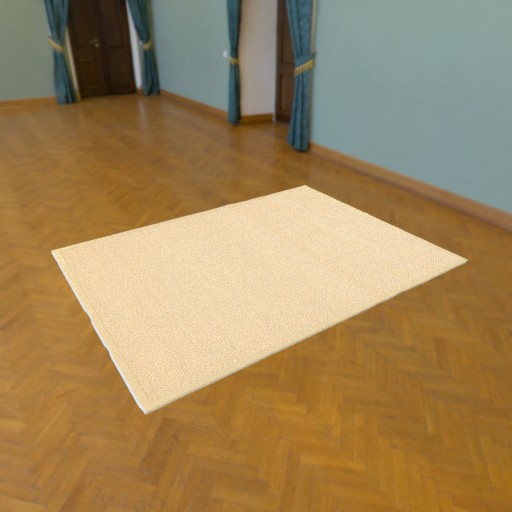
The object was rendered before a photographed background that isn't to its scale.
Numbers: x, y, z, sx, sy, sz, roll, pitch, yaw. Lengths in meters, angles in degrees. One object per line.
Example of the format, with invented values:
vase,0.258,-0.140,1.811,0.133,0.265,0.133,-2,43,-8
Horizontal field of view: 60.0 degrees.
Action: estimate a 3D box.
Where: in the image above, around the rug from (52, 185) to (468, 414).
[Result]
rug,0.000,0.000,4.834,3.659,0.037,2.734,-18,34,-29
